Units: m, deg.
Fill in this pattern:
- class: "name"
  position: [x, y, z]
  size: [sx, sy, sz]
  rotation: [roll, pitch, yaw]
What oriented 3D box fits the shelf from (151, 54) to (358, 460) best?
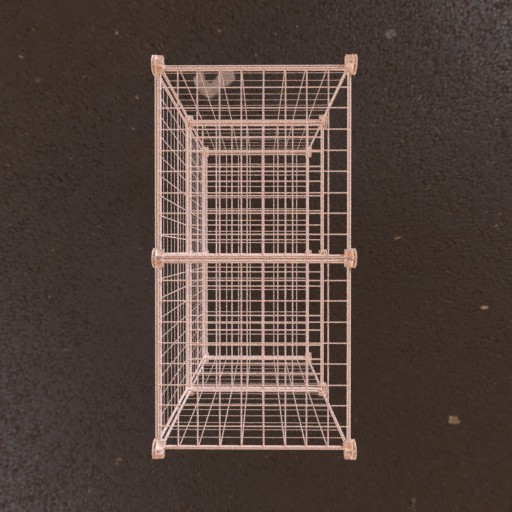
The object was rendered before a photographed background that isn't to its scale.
- class: "shelf"
  position: [0.000, 0.000, 1.121]
  size: [0.356, 0.711, 0.711]
  rotation: [0, 91, 1]
